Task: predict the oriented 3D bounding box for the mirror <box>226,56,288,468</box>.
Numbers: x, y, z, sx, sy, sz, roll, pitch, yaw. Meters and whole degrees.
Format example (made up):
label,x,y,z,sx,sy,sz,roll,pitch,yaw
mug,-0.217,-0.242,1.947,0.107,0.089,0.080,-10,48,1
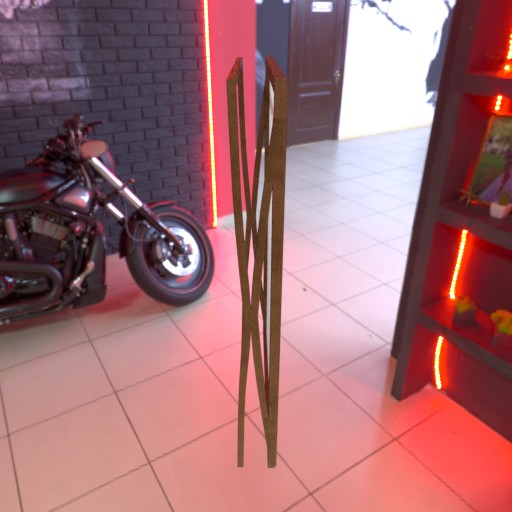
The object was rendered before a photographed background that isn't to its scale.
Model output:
label,x,y,z,sx,sy,sz,roll,pitch,yaw
mirror,0.000,0.000,0.966,0.082,0.768,0.468,0,27,0
